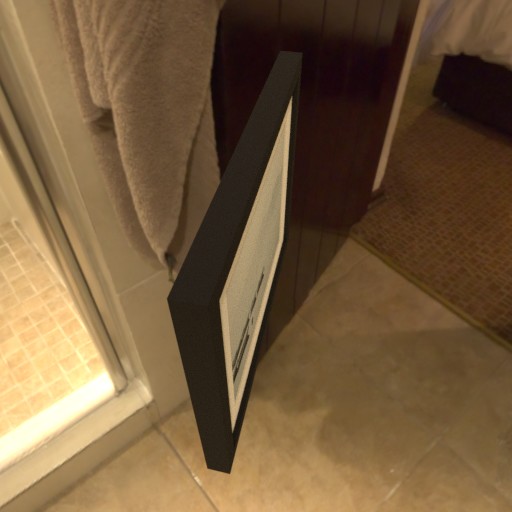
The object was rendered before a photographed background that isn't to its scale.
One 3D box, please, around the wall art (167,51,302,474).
[{"bbox_3d":[0.000,0.000,0.533,0.028,0.325,0.397,9,47,9],"label":"wall art"}]
